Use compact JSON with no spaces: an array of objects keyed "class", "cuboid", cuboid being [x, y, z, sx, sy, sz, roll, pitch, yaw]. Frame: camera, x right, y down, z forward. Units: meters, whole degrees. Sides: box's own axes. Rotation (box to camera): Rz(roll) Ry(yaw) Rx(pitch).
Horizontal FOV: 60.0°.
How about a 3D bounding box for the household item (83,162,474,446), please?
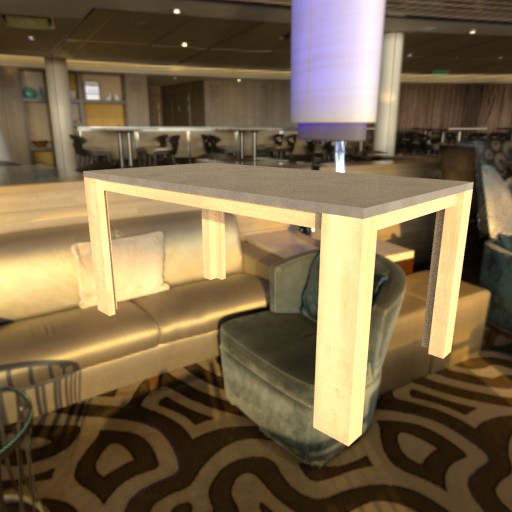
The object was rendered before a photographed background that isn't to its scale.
[{"class":"household item","cuboid":[0.000,0.000,2.114,1.600,0.755,0.850,15,21,41]}]
